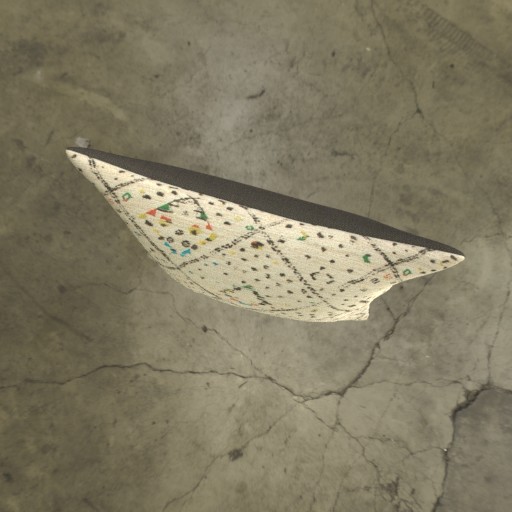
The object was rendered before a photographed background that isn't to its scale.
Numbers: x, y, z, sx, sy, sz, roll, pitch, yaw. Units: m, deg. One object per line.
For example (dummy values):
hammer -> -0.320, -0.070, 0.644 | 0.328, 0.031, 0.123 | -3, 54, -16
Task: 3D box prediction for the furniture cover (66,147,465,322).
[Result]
furniture cover -> 0.000, 0.000, 0.784 | 0.525, 0.498, 0.180 | 16, 75, 4
